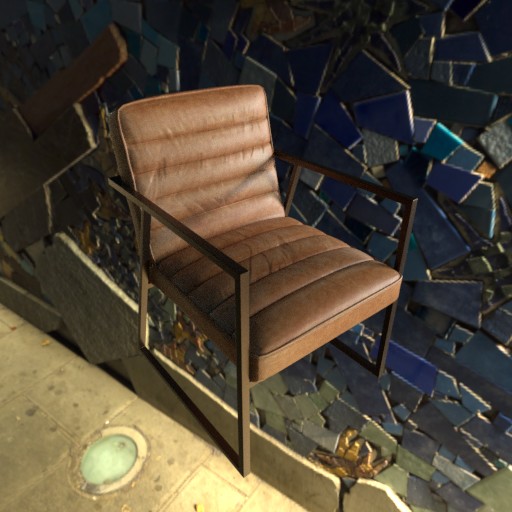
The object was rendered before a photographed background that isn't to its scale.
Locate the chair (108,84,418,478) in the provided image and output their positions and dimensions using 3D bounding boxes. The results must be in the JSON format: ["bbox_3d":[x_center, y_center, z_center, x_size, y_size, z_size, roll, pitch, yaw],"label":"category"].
[{"bbox_3d":[0.000,0.000,1.280,0.571,0.832,0.677,-22,37,-32],"label":"chair"}]
